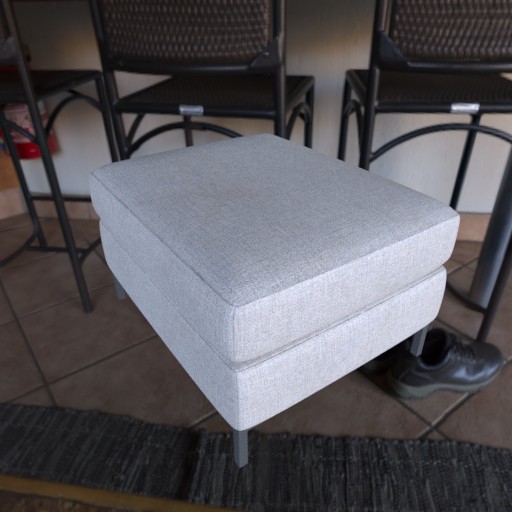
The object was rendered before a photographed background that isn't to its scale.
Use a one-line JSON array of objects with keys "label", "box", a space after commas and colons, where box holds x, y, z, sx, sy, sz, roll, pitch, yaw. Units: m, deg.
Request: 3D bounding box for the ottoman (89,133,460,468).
[{"label": "ottoman", "box": [0.000, 0.000, 1.258, 0.671, 0.490, 0.820, -20, 37, -29]}]
